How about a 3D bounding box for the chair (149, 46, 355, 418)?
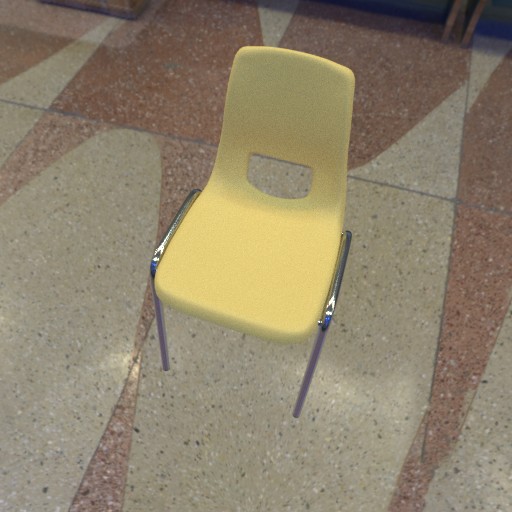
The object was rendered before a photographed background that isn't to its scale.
[{"bbox_3d":[0.000,0.000,0.957,0.381,0.704,0.436,17,60,10],"label":"chair"}]
